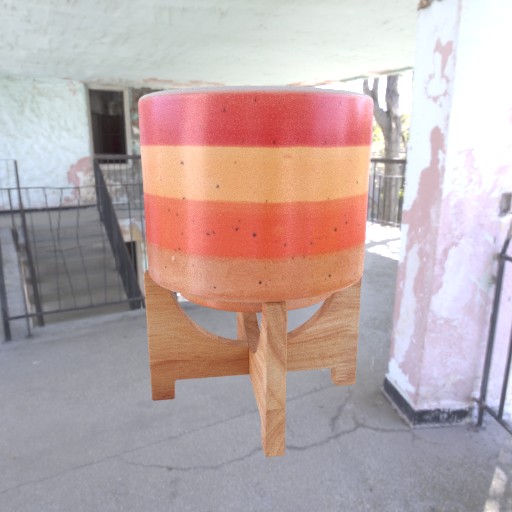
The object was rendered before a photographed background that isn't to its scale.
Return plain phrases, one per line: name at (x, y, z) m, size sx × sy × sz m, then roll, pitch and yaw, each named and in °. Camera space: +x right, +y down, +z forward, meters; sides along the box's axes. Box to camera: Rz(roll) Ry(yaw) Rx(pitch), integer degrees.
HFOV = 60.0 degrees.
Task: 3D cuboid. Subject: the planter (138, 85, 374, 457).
planter at (0.000, 0.000, 0.402) m, size 0.199 × 0.268 × 0.199 m, roll 0°, pitch 14°, yaw 0°
